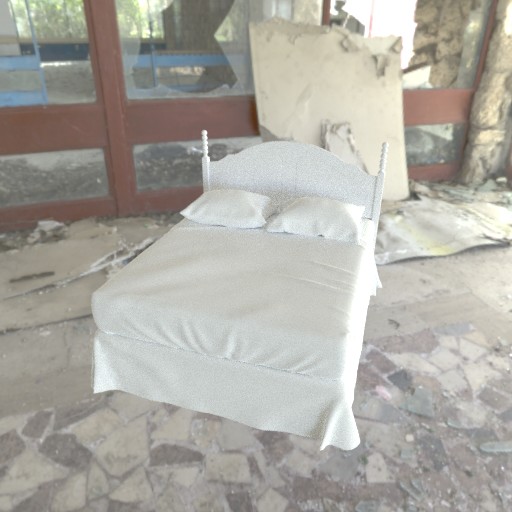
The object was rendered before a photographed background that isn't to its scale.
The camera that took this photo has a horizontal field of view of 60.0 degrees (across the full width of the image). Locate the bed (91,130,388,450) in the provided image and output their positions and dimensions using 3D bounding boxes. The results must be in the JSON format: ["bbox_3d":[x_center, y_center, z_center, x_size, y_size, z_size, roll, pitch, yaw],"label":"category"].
[{"bbox_3d":[0.000,0.000,3.285,1.873,1.356,2.040,8,28,15],"label":"bed"}]
